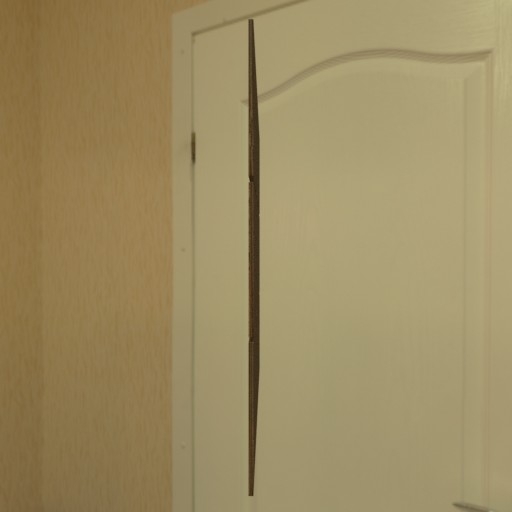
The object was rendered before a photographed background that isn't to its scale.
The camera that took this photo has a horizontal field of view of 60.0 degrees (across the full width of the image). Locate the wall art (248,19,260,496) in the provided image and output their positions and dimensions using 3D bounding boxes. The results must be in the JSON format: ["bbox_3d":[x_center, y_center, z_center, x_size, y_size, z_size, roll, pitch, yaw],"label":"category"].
[{"bbox_3d":[0.000,0.000,1.733,0.013,1.213,1.215,0,1,1],"label":"wall art"}]
